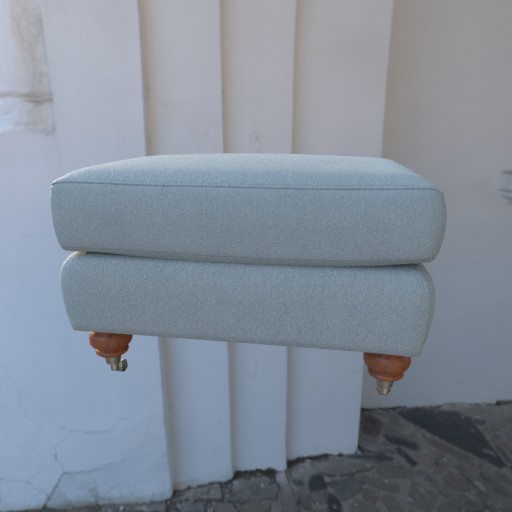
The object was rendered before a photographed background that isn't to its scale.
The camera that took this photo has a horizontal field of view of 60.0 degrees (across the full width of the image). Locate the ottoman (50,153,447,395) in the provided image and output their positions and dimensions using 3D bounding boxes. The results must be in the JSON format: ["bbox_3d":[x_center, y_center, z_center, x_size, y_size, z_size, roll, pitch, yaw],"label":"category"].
[{"bbox_3d":[0.000,0.000,1.119,0.773,0.499,0.569,3,16,9],"label":"ottoman"}]
